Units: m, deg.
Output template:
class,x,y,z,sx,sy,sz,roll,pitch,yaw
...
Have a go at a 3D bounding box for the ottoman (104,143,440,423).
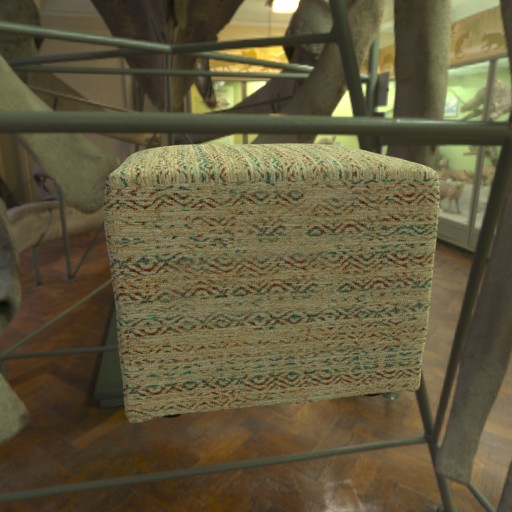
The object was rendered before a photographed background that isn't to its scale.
class,x,y,z,sx,sy,sz,roll,pitch,yaw
ottoman,0.000,0.000,0.930,0.521,0.453,0.512,-3,17,-9
